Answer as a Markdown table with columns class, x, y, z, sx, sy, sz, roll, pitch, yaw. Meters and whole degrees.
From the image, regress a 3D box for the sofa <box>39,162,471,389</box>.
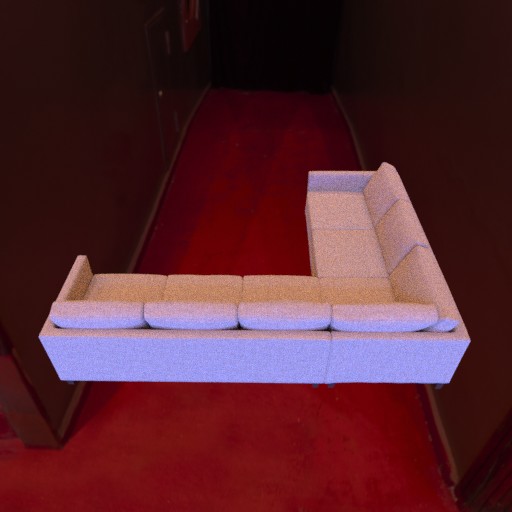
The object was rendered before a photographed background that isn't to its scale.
| class | x | y | z | sx | sy | sz | roll | pitch | yaw |
| --- | --- | --- | --- | --- | --- | --- | --- | --- | --- |
| sofa | 0.000 | 0.000 | 4.302 | 3.182 | 0.863 | 2.432 | 1 | 41 | 1 |
